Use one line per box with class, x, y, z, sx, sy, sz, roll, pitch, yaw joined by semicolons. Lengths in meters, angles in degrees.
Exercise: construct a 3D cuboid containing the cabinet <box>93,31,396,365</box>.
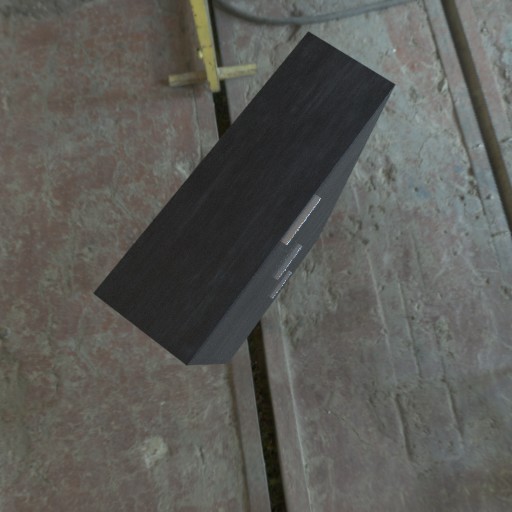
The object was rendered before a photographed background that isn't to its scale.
cabinet;0.000;0.000;1.550;0.250;1.280;0.750;35;79;8
